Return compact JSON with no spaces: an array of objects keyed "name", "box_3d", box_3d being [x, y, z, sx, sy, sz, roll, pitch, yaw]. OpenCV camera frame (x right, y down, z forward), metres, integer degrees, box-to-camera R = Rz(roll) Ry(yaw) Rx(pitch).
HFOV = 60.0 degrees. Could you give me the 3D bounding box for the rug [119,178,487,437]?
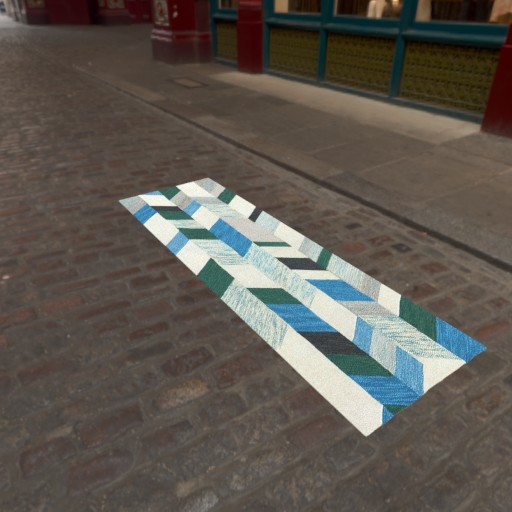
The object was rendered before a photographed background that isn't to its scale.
[{"name":"rug","box_3d":[0.000,0.000,2.601,0.774,0.008,2.437,-20,37,-29]}]
